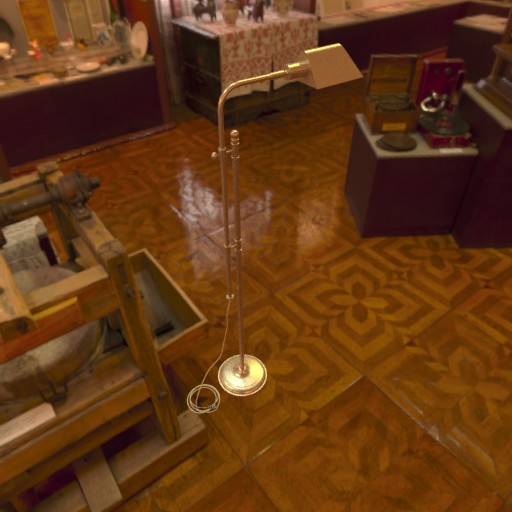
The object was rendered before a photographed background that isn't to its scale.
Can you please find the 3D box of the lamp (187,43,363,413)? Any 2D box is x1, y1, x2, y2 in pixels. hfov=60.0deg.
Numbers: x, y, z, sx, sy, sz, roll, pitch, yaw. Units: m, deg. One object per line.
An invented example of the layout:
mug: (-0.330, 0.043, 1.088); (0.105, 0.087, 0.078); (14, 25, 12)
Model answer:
lamp: (0.000, 0.000, 1.876); (0.813, 1.571, 0.256); (-24, 46, -26)
